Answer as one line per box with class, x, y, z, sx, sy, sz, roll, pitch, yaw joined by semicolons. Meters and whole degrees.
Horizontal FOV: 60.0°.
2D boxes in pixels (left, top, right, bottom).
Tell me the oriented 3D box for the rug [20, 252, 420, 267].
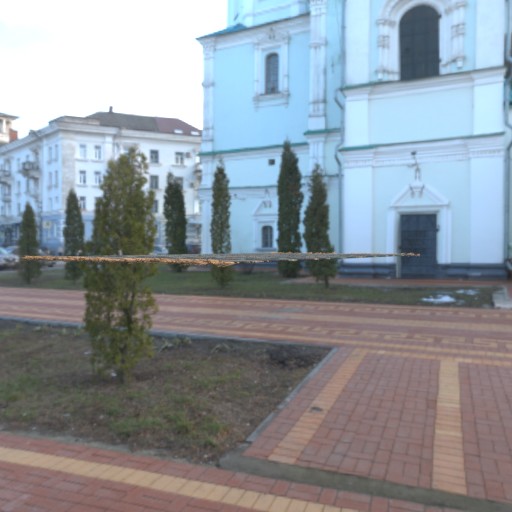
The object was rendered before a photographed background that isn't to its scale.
rug;0.000;0.000;2.365;1.181;0.028;1.936;1;1;36
